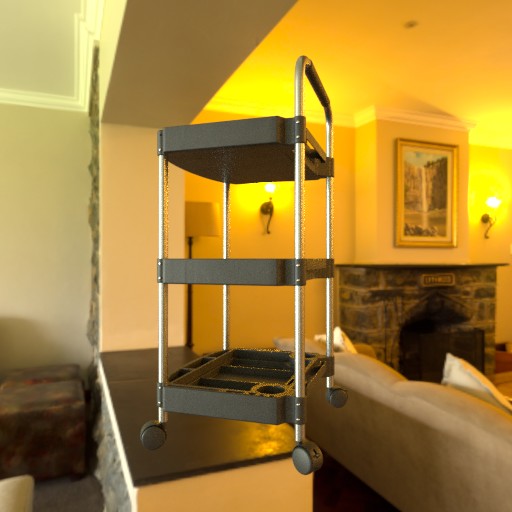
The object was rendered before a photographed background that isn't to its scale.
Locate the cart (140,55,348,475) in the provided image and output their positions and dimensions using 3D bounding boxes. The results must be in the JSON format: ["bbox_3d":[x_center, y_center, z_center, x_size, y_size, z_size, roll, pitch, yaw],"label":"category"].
[{"bbox_3d":[0.000,0.000,1.416,0.518,1.075,0.584,0,0,18],"label":"cart"}]
